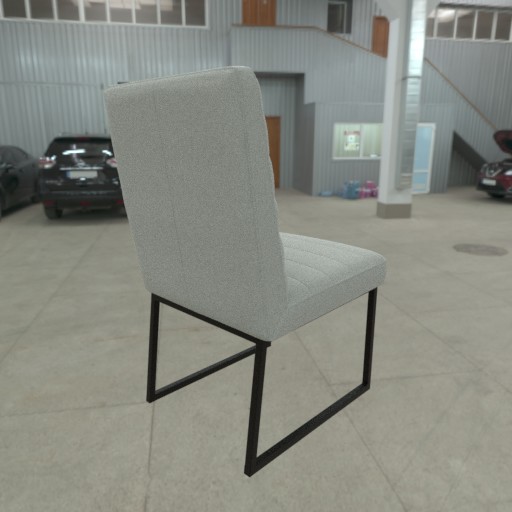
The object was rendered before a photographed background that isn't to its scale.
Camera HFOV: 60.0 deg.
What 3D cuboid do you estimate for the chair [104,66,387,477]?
[{"bbox_3d":[0.000,0.000,1.288,0.520,0.930,0.634,14,20,43],"label":"chair"}]
